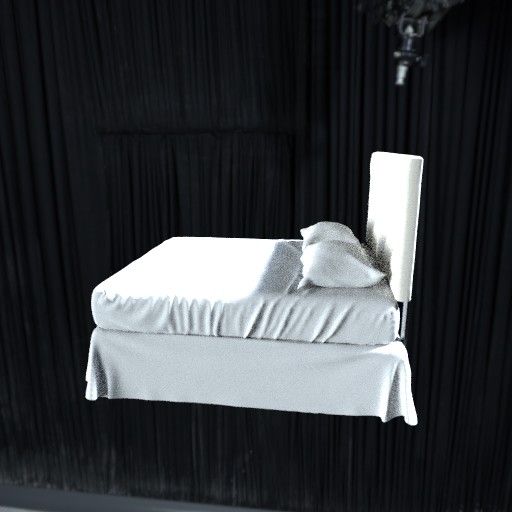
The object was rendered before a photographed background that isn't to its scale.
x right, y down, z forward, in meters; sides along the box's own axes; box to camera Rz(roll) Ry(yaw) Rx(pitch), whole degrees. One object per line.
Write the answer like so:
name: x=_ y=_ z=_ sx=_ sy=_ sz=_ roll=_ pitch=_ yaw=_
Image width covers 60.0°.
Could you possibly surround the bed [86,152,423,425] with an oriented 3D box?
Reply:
bed: x=0.000 y=0.000 z=3.490 sx=2.222 sy=1.577 sz=1.936 roll=2 pitch=14 yaw=7
